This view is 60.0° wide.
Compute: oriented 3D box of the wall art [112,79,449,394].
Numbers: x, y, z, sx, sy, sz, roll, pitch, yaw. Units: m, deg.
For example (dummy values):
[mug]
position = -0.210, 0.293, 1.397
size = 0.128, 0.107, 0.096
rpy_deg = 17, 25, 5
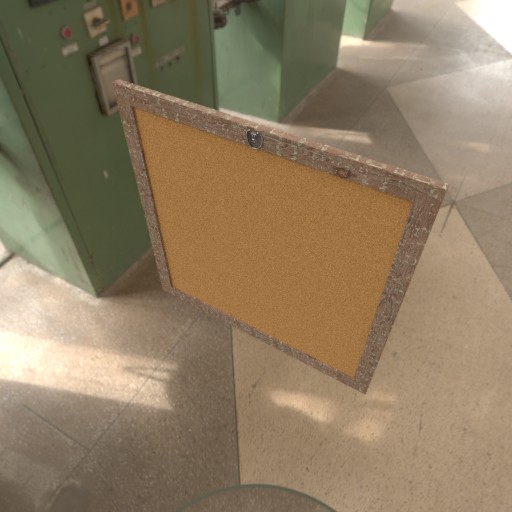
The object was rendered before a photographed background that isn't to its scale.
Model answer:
[wall art]
position = 0.000, 0.000, 0.588
size = 0.384, 0.384, 0.012
rpy_deg = 24, 51, 21
